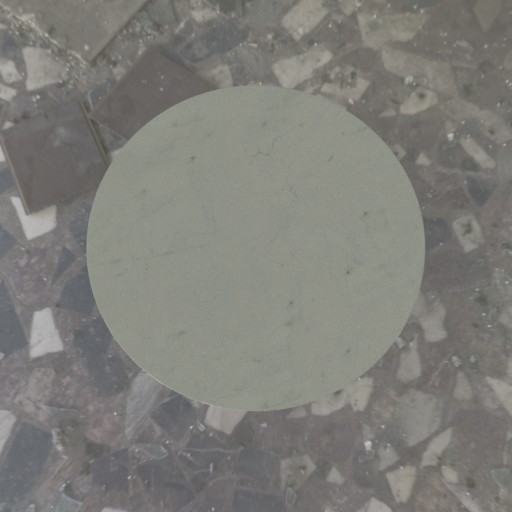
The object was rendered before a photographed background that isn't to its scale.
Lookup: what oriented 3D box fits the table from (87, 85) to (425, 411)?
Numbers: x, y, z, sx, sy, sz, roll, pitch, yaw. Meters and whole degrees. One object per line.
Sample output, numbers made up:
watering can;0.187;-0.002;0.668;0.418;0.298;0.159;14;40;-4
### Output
table;0.000;0.000;1.267;0.800;0.450;0.800;0;76;0
